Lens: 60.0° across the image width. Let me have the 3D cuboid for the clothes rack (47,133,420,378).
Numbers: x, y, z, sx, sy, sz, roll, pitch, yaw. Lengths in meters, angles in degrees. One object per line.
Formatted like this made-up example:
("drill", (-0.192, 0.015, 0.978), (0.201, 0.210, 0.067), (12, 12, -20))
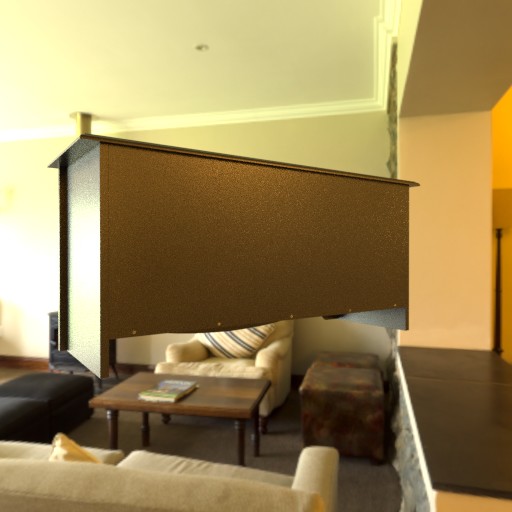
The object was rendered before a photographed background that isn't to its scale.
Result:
("clothes rack", (0.000, 0.000, 1.488), (1.219, 0.556, 0.406), (0, 0, -35))
